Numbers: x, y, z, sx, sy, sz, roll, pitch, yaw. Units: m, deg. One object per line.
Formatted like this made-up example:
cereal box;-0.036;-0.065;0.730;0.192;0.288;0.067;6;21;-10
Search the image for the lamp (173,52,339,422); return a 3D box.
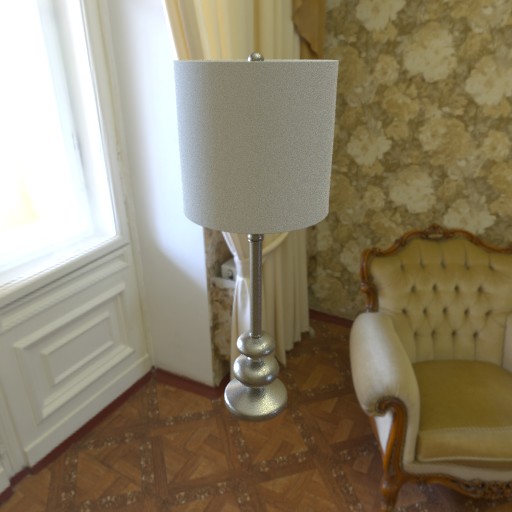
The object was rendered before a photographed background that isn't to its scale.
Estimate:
lamp;0.000;0.000;0.825;0.254;0.690;0.254;-7;25;-16
